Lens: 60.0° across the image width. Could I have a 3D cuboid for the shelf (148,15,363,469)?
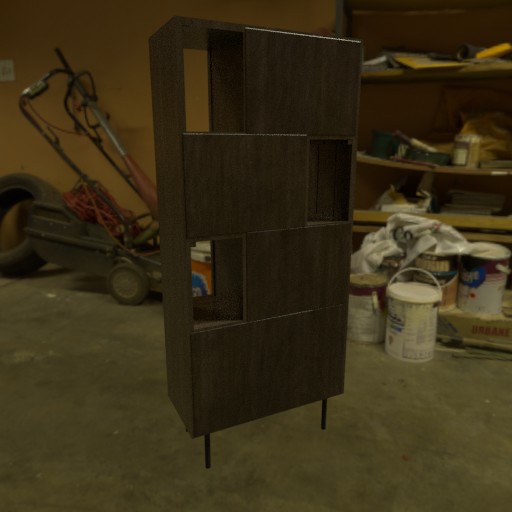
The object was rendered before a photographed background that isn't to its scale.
[{"bbox_3d":[0.000,0.000,1.720,0.670,1.545,0.323,-7,16,-26],"label":"shelf"}]
